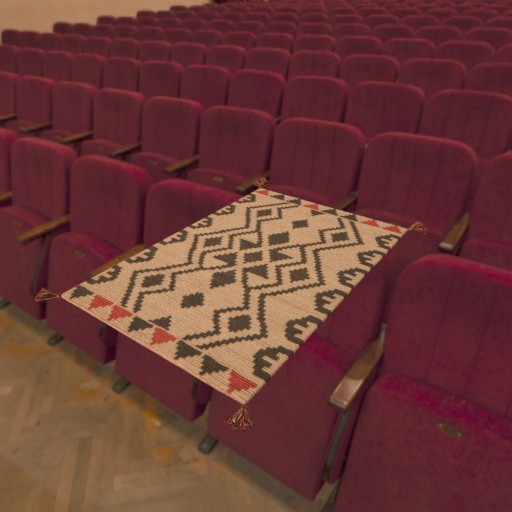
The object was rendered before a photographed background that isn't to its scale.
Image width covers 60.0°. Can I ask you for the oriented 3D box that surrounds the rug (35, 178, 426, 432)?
[{"bbox_3d":[0.000,0.000,2.653,1.444,0.067,2.069,21,37,30],"label":"rug"}]
